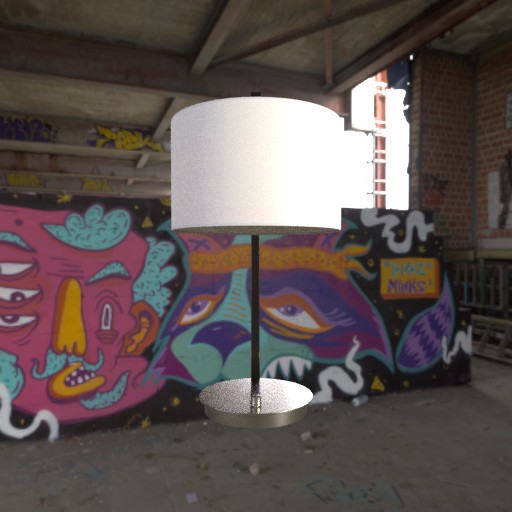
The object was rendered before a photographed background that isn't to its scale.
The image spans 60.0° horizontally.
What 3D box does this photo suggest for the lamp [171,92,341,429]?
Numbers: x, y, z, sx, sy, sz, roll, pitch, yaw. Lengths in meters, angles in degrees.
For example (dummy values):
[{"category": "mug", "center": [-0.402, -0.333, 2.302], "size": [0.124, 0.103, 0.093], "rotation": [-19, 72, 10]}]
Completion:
[{"category": "lamp", "center": [0.000, 0.000, 0.638], "size": [0.230, 0.473, 0.288], "rotation": [0, 0, 0]}]
